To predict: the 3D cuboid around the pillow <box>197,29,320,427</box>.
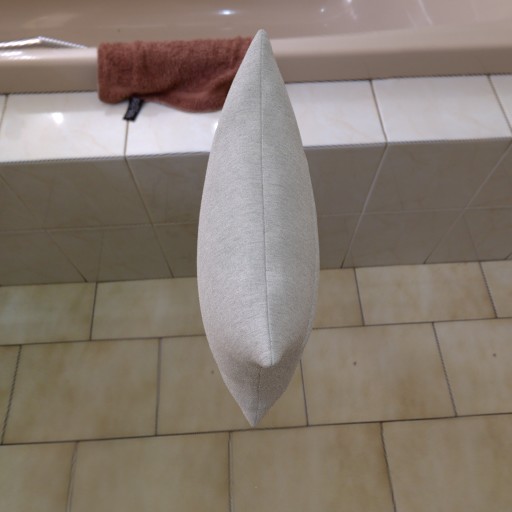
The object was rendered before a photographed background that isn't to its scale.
[{"bbox_3d":[0.000,0.000,0.662,0.173,0.436,0.433,-1,62,0],"label":"pillow"}]
